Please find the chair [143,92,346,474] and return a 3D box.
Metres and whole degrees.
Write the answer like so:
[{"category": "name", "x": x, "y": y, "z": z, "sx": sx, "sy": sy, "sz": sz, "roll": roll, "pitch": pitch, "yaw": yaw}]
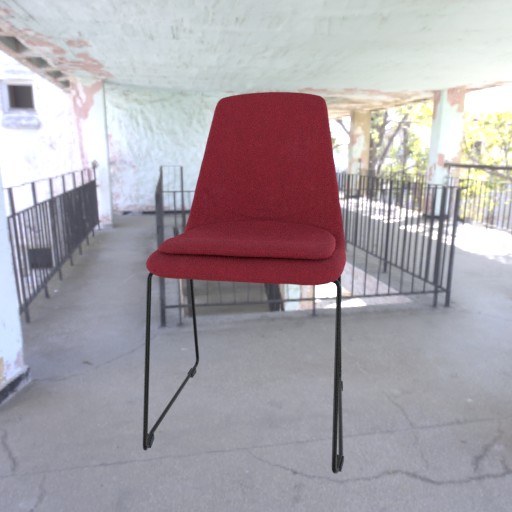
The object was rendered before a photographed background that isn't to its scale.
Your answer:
[{"category": "chair", "x": 0.000, "y": 0.000, "z": 1.140, "sx": 0.479, "sy": 0.858, "sz": 0.518, "roll": 2, "pitch": 13, "yaw": 10}]
